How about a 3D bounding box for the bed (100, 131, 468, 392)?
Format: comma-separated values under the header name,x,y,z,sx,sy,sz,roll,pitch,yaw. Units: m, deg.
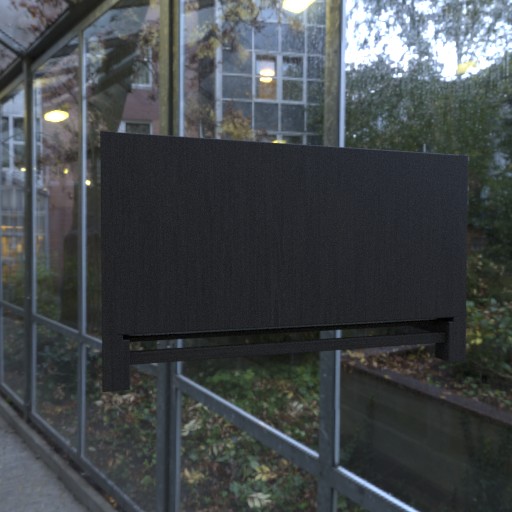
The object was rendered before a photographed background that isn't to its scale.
name,x,y,z,sx,sy,sz,roll,pitch,yaw
bed,0.000,0.000,3.409,2.134,1.270,2.012,0,1,-16
